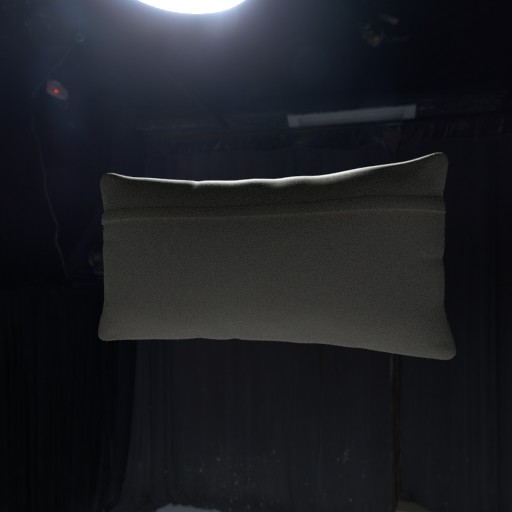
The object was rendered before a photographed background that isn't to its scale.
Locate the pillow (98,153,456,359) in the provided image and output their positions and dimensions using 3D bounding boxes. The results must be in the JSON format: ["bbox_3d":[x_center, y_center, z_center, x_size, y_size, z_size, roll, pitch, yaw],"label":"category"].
[{"bbox_3d":[0.000,0.000,0.732,0.604,0.307,0.148,0,-1,17],"label":"pillow"}]
